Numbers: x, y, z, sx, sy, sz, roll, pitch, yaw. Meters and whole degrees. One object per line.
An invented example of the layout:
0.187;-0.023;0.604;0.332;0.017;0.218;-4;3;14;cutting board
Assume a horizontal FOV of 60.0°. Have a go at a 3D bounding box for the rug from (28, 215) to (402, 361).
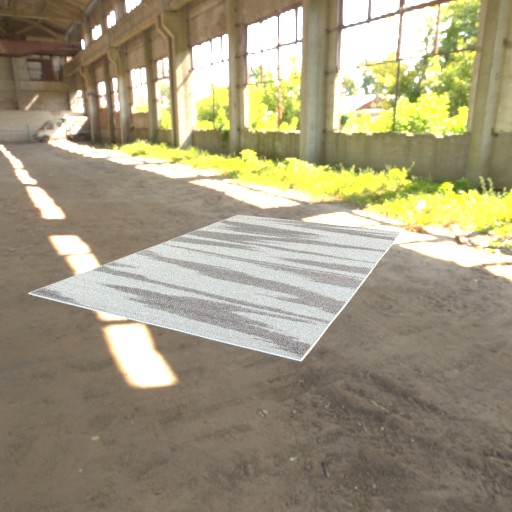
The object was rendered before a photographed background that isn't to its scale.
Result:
0.000;0.000;2.371;1.225;0.008;1.827;8;19;25;rug
